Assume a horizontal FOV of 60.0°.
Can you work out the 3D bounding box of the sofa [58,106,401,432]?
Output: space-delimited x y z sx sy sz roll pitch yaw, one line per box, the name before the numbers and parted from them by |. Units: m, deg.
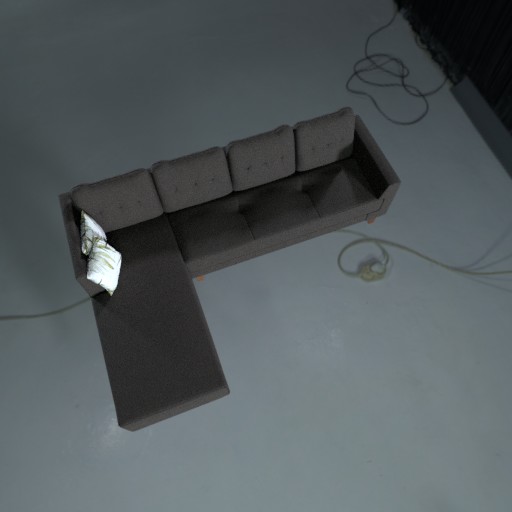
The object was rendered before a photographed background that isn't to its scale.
sofa | 0.000 0.000 3.606 2.679 0.932 1.829 -19 65 -9
